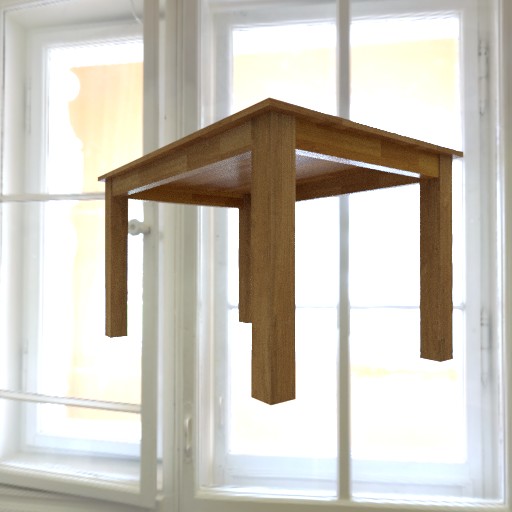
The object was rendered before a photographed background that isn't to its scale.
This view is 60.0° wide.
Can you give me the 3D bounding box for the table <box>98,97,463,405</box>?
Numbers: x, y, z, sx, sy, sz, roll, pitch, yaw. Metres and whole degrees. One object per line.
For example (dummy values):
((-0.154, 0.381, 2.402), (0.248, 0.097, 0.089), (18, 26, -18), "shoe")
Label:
((0.000, 0.000, 1.850), (0.900, 0.750, 1.300), (0, -1, -37), "table")
